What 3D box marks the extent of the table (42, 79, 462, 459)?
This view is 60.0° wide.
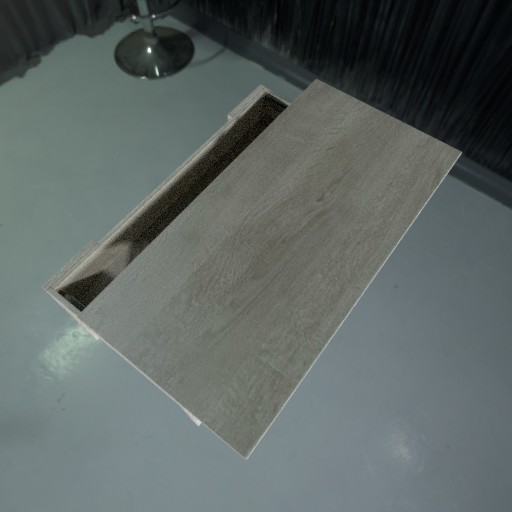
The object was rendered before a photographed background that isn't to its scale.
[{"bbox_3d":[0.000,0.000,1.422,0.711,0.570,1.000,34,67,17],"label":"table"}]
